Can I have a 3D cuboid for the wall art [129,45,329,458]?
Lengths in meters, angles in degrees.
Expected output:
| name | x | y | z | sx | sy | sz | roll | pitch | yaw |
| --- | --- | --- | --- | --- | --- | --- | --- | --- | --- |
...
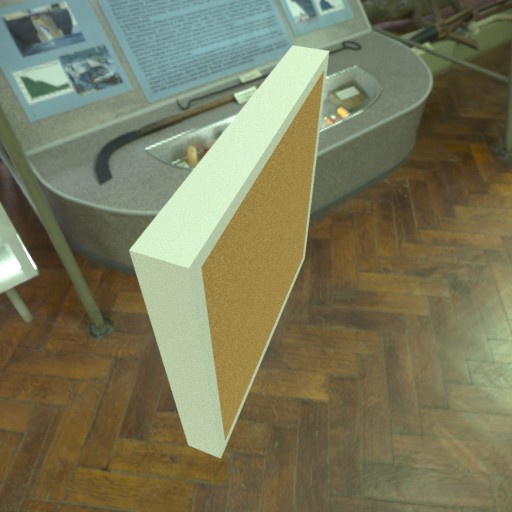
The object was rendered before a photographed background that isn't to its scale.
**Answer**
| name | x | y | z | sx | sy | sz | roll | pitch | yaw |
| --- | --- | --- | --- | --- | --- | --- | --- | --- | --- |
| wall art | 0.000 | 0.000 | 0.455 | 0.038 | 0.302 | 0.305 | 16 | 49 | 14 |
